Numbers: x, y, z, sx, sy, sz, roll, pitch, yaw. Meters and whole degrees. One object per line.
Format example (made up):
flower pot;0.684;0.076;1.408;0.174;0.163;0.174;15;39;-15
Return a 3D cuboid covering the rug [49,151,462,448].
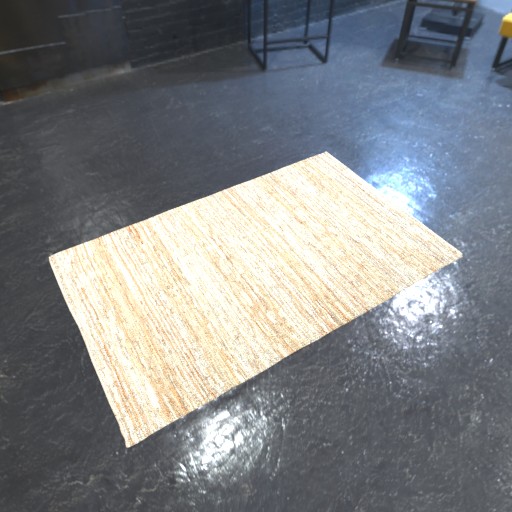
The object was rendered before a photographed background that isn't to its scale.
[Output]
rug;0.000;0.000;3.051;2.446;0.009;1.529;-24;51;-22
